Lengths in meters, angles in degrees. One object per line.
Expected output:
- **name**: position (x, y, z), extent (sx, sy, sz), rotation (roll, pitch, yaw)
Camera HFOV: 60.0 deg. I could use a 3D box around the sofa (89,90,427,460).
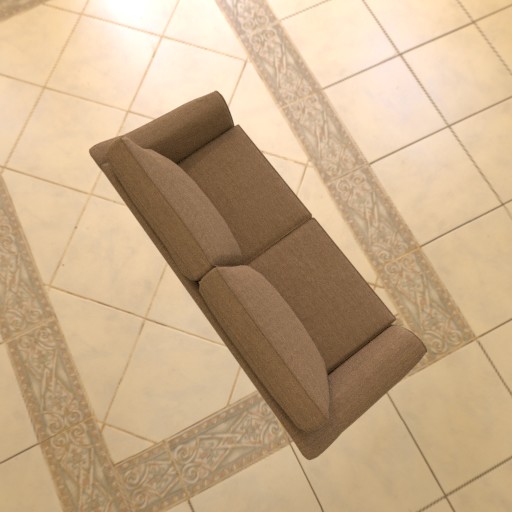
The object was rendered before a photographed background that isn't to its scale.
- **sofa**: position (0.000, 0.000, 2.886), extent (0.980, 0.965, 2.270), rotation (-36, 79, -8)
